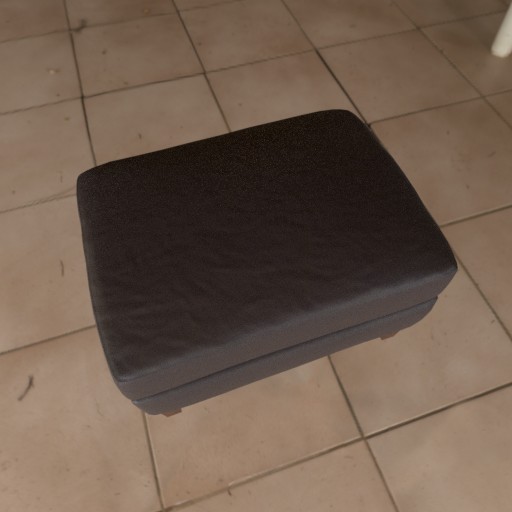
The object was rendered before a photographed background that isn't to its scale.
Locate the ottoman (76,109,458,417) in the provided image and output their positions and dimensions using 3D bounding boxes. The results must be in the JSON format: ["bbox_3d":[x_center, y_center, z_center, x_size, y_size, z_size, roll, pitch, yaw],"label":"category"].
[{"bbox_3d":[0.000,0.000,1.306,0.887,0.529,0.659,-17,59,-10],"label":"ottoman"}]
